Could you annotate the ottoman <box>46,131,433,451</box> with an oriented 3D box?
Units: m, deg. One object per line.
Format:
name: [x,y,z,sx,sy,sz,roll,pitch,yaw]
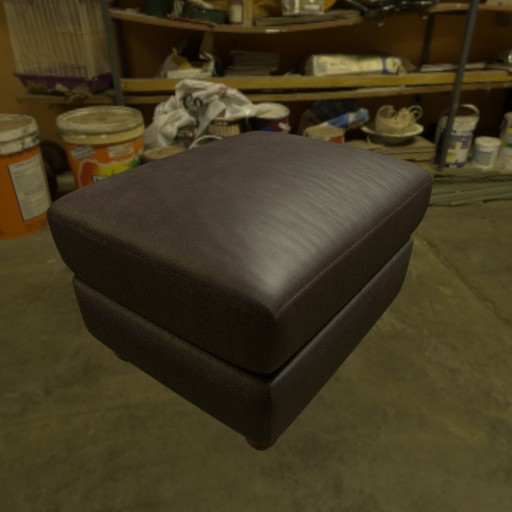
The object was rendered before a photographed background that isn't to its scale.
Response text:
ottoman: [0.000,0.000,1.220,0.670,0.569,0.806,21,36,31]
